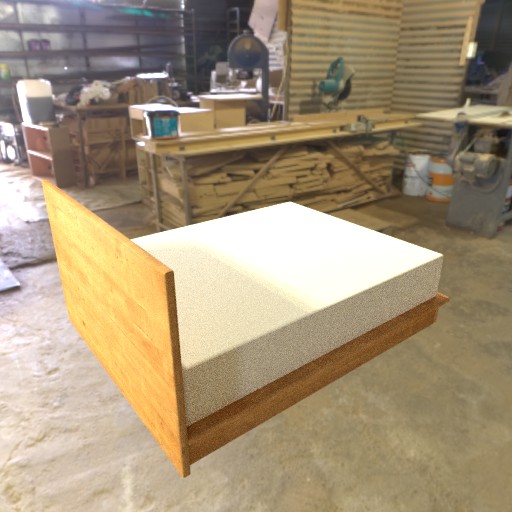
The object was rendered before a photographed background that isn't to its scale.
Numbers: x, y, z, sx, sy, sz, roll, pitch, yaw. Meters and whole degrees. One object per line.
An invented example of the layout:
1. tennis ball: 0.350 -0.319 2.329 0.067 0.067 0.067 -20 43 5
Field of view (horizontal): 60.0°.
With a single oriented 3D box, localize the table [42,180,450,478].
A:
1. table: 0.000 0.000 3.024 2.149 1.041 1.707 -17 29 -34
